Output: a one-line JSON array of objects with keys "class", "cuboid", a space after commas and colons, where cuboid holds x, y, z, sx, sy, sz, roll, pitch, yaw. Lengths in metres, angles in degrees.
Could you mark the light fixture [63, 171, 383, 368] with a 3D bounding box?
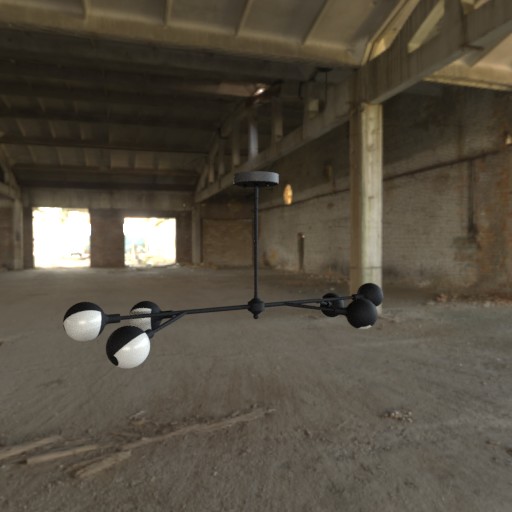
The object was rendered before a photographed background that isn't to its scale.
[{"class": "light fixture", "cuboid": [0.000, 0.000, 0.994, 0.778, 0.362, 0.434, 0, 1, -17]}]
